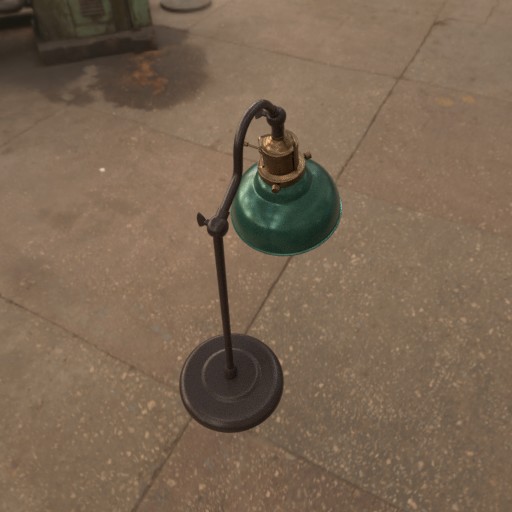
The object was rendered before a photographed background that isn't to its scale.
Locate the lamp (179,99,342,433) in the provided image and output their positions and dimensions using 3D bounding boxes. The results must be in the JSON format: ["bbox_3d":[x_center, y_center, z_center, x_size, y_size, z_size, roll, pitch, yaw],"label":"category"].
[{"bbox_3d":[0.000,0.000,0.684,0.192,0.508,0.374,23,51,19],"label":"lamp"}]
